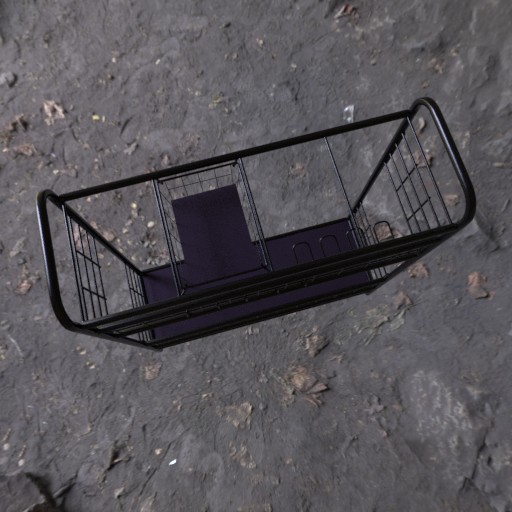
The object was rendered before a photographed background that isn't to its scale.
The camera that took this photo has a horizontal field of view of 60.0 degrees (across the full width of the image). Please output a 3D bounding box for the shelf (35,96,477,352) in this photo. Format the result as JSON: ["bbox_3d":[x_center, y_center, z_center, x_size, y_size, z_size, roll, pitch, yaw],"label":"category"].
[{"bbox_3d":[0.000,0.000,1.478,0.961,1.026,0.350,-15,75,-4],"label":"shelf"}]
